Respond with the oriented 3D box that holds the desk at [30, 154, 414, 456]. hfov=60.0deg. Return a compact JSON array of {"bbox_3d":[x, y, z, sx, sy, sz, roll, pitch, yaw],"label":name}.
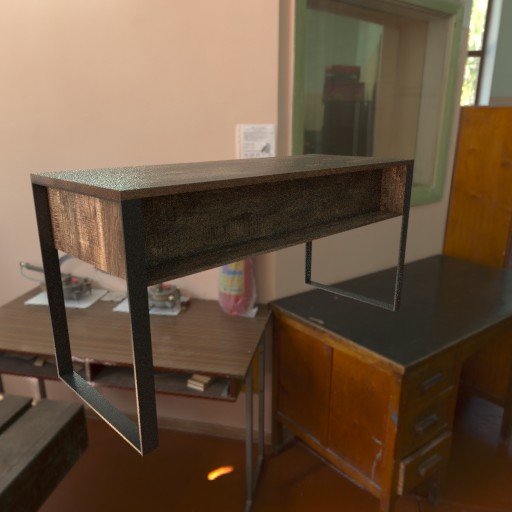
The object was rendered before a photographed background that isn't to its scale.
[{"bbox_3d":[0.000,0.000,1.888,0.599,0.762,1.524,16,22,43],"label":"desk"}]
